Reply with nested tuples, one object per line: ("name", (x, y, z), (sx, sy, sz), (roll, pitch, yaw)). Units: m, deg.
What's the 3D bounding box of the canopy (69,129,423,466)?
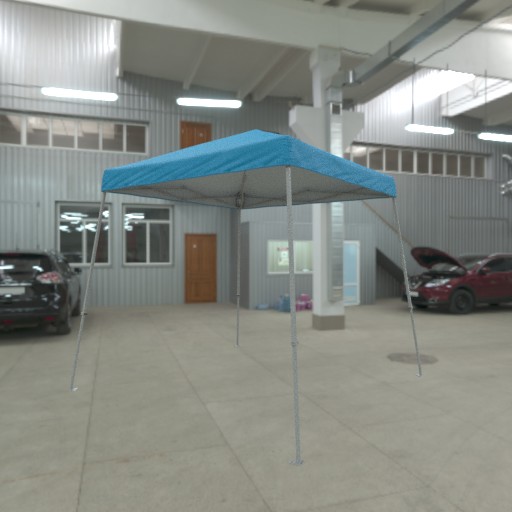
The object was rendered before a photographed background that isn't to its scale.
("canopy", (0.000, 0.000, 5.002), (2.850, 2.850, 2.849), (0, 0, 37))
